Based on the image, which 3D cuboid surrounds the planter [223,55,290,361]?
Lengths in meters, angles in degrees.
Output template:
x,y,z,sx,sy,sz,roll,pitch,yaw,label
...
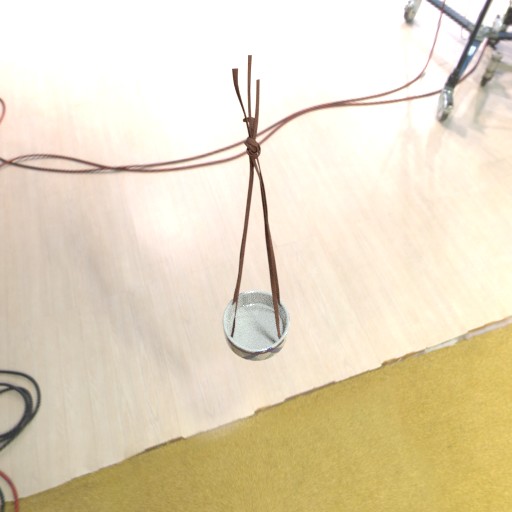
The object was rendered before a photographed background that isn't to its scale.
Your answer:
x,y,z,sx,sy,sz,roll,pitch,yaw,label
0.000,0.000,0.827,0.166,0.751,0.166,28,62,17,planter
